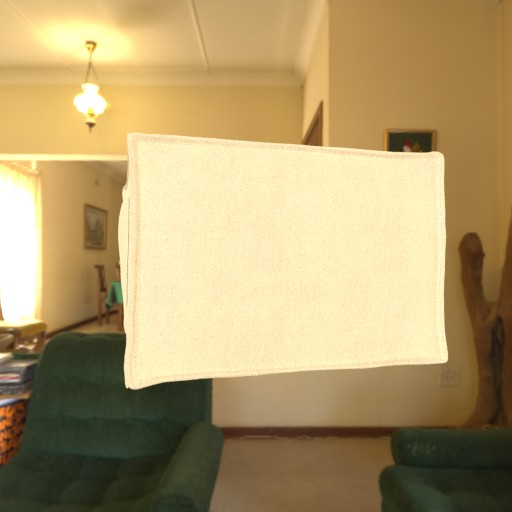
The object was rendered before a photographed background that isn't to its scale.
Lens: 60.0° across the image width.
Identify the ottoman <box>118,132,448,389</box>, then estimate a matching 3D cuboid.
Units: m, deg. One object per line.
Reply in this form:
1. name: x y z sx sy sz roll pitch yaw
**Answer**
1. ottoman: 0.000 0.000 1.173 0.696 0.470 0.707 0 0 -17
